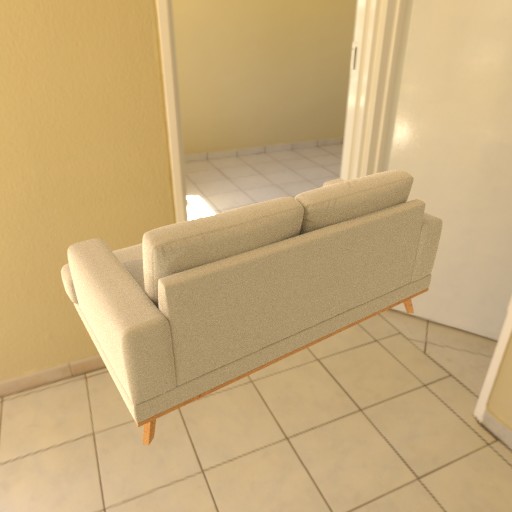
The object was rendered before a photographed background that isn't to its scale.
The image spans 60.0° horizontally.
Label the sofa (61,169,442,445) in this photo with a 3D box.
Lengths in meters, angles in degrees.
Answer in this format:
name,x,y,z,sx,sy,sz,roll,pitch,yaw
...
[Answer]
name,x,y,z,sx,sy,sz,roll,pitch,yaw
sofa,0.000,0.000,2.159,1.651,0.810,0.915,-18,33,-29
